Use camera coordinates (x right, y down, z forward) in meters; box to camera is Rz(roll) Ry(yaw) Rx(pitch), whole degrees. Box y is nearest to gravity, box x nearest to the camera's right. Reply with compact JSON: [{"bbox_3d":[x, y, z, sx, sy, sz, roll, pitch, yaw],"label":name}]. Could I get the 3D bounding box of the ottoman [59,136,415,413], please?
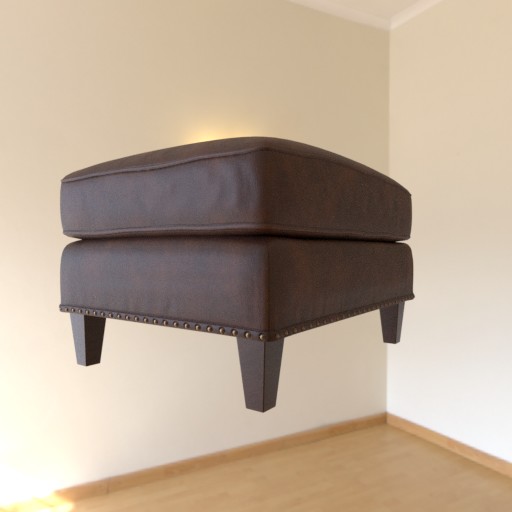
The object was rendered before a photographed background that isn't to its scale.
[{"bbox_3d":[0.000,0.000,1.119,0.586,0.486,0.742,1,1,36],"label":"ottoman"}]
